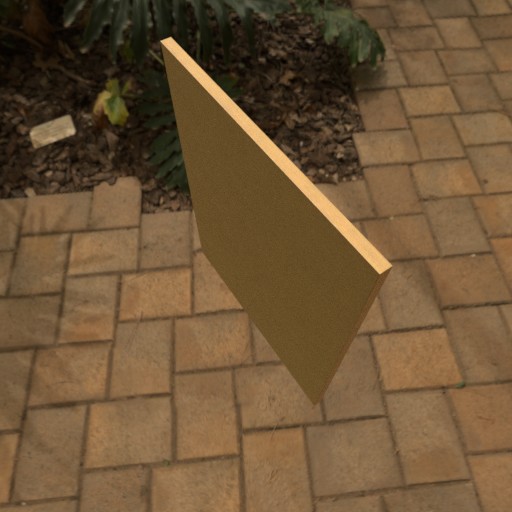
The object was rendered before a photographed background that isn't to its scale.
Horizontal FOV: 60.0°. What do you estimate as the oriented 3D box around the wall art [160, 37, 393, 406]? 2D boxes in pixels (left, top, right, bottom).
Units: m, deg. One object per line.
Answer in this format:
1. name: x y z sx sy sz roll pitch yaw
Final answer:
1. wall art: 0.000 0.000 1.364 0.030 1.002 0.798 -30 64 -17
